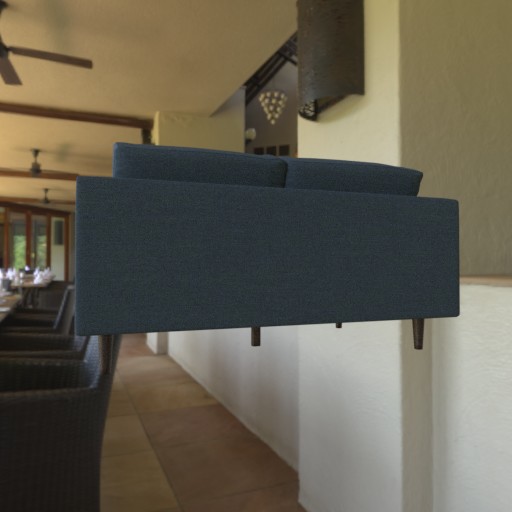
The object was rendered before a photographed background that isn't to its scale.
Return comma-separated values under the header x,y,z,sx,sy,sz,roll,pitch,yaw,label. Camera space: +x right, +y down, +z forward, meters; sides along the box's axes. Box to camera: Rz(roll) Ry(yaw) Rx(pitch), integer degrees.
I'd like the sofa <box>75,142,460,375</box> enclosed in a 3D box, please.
x,y,z,sx,sy,sz,roll,pitch,yaw,label
0.000,0.000,2.250,1.659,0.907,0.999,0,-1,-20,sofa
